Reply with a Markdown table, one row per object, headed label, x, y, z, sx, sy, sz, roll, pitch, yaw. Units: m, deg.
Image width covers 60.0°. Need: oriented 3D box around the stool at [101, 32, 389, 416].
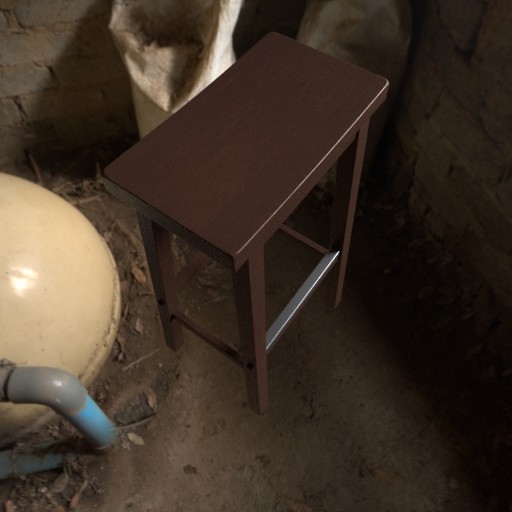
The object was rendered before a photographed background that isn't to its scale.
| label | x | y | z | sx | sy | sz | roll | pitch | yaw |
| --- | --- | --- | --- | --- | --- | --- | --- | --- | --- |
| stool | 0.000 | 0.000 | 0.962 | 0.322 | 0.742 | 0.406 | 32 | 64 | 18 |
